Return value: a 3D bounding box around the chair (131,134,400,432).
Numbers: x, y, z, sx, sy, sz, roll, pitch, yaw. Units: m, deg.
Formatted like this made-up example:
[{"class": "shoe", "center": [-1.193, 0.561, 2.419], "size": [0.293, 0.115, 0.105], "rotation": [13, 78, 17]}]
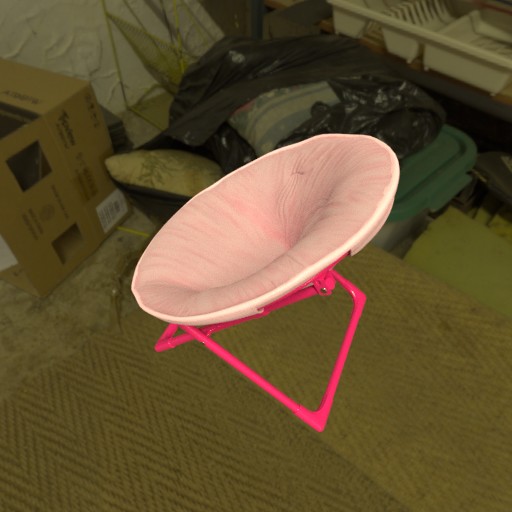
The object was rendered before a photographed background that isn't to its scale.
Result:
[{"class": "chair", "center": [0.000, 0.000, 0.898], "size": [0.459, 0.494, 0.522], "rotation": [17, 49, 16]}]
